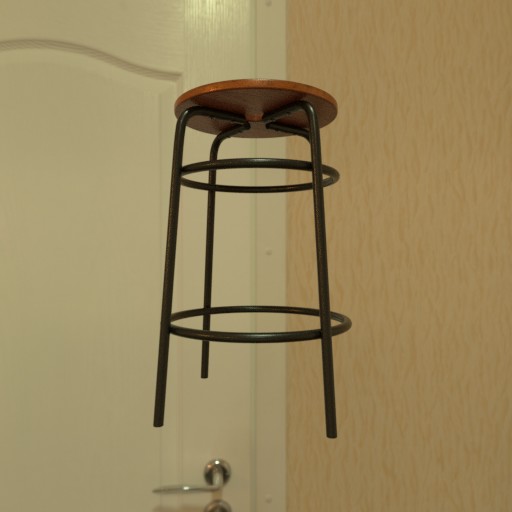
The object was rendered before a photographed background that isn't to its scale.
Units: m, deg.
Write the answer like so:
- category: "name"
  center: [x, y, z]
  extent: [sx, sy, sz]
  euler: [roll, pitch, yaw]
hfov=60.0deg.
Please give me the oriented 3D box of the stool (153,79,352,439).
- category: "stool"
  center: [0.000, 0.000, 0.926]
  extent: [0.455, 0.610, 0.455]
  euler: [0, 1, -36]
